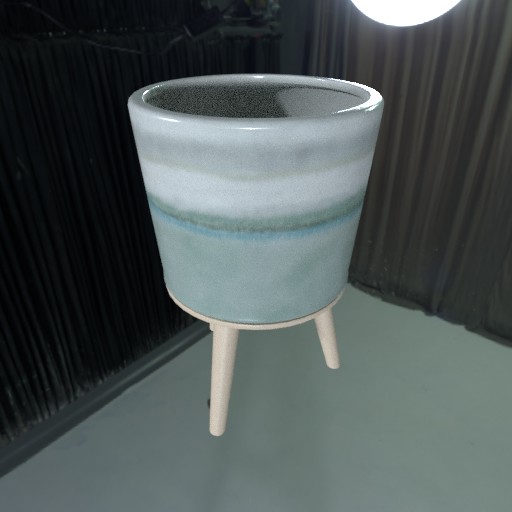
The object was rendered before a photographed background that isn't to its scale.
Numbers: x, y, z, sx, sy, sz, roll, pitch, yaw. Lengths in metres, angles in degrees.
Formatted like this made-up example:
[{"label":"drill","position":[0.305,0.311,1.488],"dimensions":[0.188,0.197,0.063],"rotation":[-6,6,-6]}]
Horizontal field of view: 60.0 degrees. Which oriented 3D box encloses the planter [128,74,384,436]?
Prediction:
[{"label":"planter","position":[0.000,0.000,0.571],"dimensions":[0.265,0.404,0.265],"rotation":[21,37,32]}]
